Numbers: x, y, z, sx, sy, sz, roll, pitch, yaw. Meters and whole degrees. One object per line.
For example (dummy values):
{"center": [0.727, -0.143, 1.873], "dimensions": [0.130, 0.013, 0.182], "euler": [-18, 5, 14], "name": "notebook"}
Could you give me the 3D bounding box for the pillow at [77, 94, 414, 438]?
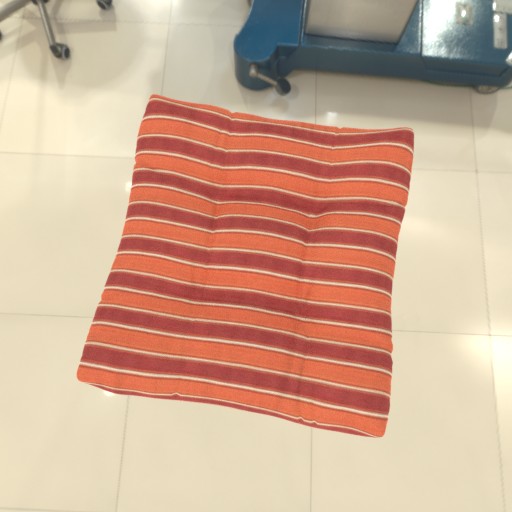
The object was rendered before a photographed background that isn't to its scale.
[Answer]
{"center": [0.000, 0.000, 0.718], "dimensions": [0.468, 0.133, 0.490], "euler": [9, 76, 2], "name": "pillow"}
